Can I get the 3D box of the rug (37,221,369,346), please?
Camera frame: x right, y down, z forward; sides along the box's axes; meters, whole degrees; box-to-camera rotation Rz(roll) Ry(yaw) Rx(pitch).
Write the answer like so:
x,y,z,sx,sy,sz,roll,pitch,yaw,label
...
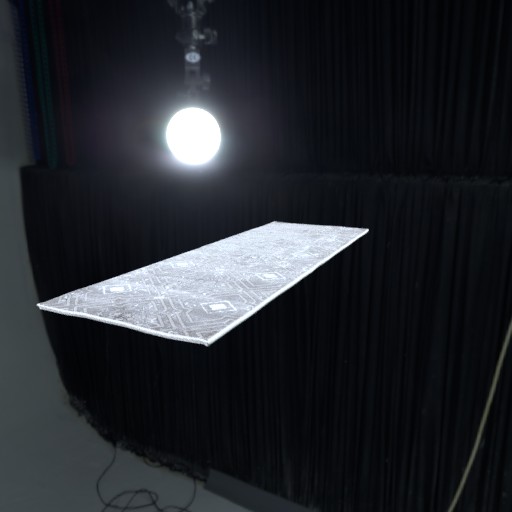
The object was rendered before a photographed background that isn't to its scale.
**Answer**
x,y,z,sx,sy,sz,roll,pitch,yaw,label
0.000,0.000,2.679,0.832,0.035,2.381,7,15,26,rug
